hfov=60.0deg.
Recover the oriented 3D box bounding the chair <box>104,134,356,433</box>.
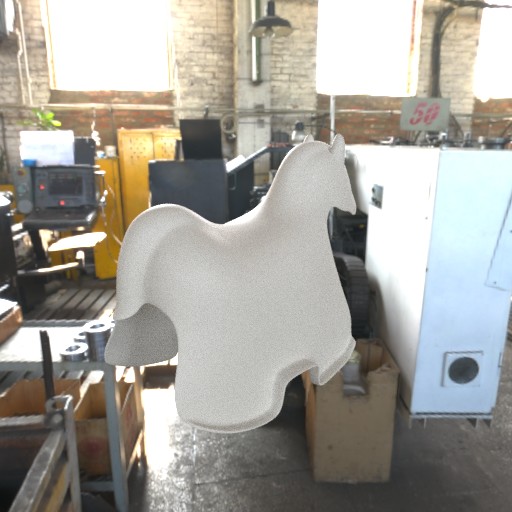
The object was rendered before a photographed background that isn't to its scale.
[{"bbox_3d":[0.000,0.000,1.143,0.800,0.612,0.429,-14,20,-42],"label":"chair"}]
